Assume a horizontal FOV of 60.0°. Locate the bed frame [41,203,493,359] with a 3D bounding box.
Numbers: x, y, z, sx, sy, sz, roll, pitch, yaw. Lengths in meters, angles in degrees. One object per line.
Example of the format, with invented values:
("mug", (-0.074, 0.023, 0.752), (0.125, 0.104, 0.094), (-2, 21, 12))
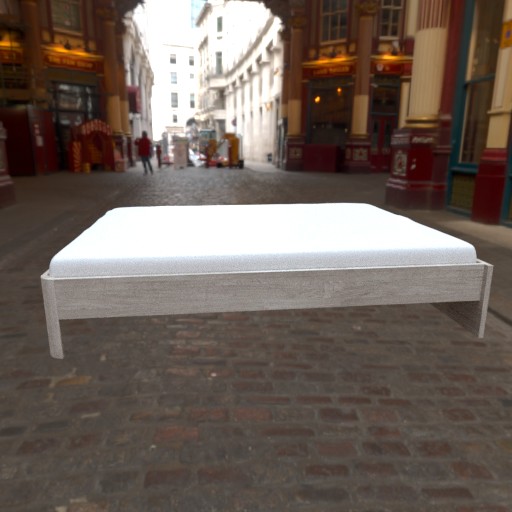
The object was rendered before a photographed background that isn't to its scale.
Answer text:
("bed frame", (0.000, 0.000, 2.607), (1.950, 0.462, 1.490), (-2, 15, -7))
